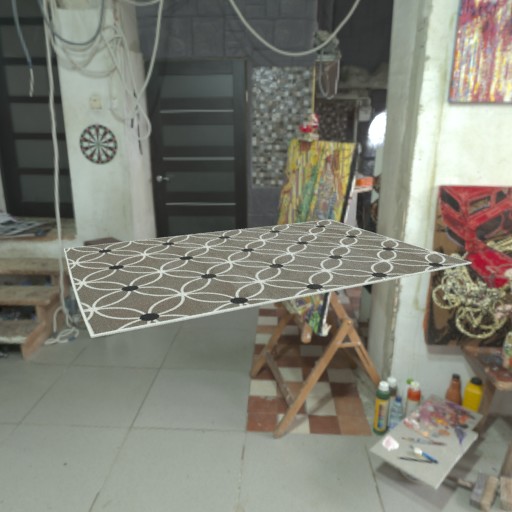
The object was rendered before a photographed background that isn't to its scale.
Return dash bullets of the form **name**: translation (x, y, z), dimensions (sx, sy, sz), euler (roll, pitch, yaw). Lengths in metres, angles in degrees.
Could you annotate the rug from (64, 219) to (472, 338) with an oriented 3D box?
- **rug**: translation (0.000, 0.000, 2.940), dimensions (2.284, 0.008, 1.522), euler (-8, 18, -26)
